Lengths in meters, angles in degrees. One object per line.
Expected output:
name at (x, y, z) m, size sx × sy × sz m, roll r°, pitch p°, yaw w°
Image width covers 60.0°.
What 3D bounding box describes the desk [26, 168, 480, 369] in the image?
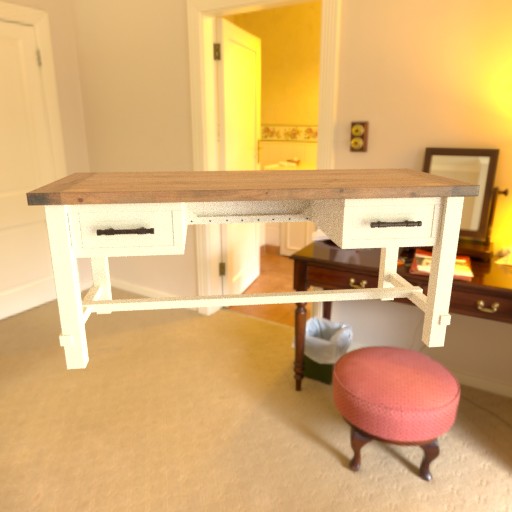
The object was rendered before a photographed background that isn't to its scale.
desk at (0.000, 0.000, 2.189) m, size 1.803 × 0.762 × 0.688 m, roll -2°, pitch 17°, yaw -7°
